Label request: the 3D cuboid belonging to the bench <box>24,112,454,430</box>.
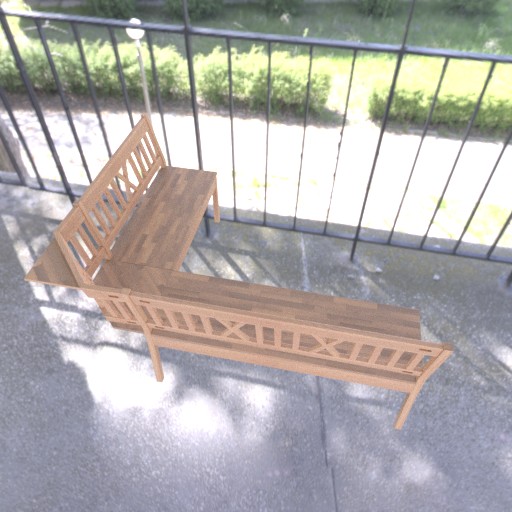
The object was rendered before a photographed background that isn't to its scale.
[{"bbox_3d":[0.000,0.000,2.752,1.937,0.902,1.537,9,47,8],"label":"bench"}]
